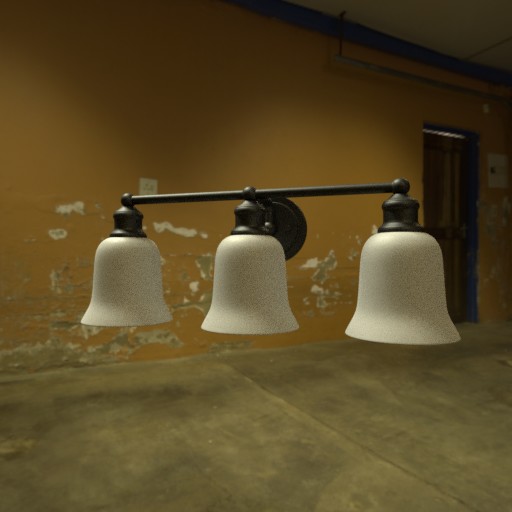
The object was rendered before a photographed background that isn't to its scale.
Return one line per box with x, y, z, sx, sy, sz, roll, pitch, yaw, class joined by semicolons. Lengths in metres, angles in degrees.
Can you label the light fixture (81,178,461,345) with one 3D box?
0.000;0.000;0.684;0.570;0.211;0.198;0;0;19;light fixture
